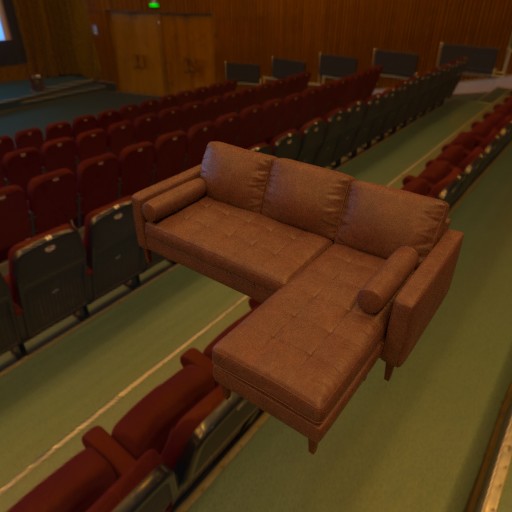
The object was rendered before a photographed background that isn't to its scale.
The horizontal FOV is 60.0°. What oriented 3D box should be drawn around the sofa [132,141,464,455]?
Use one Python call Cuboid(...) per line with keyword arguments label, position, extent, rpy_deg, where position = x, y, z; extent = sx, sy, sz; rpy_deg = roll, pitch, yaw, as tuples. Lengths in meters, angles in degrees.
Cuboid(label="sofa", position=(0.000, 0.000, 2.930), extent=(2.185, 0.841, 1.613), rpy_deg=(22, 39, 30))
